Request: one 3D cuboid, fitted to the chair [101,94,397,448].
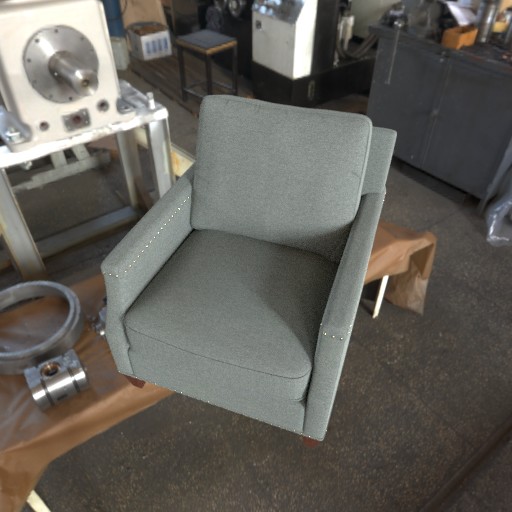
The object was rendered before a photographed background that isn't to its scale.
[{"bbox_3d":[0.000,0.000,1.822,0.885,1.031,1.031,14,43,15],"label":"chair"}]
